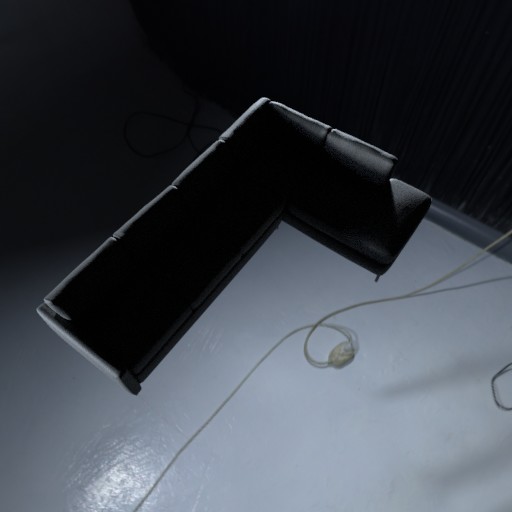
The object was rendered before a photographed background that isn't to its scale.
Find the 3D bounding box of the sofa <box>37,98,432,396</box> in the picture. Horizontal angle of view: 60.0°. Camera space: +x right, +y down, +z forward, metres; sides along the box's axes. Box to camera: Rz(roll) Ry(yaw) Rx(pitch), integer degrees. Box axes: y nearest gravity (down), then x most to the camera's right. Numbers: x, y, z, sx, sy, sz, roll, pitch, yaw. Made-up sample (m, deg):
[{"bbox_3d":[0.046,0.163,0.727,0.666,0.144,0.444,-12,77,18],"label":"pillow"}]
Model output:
[{"bbox_3d":[0.000,0.000,3.824,1.984,0.858,2.972,32,62,19],"label":"sofa"}]
